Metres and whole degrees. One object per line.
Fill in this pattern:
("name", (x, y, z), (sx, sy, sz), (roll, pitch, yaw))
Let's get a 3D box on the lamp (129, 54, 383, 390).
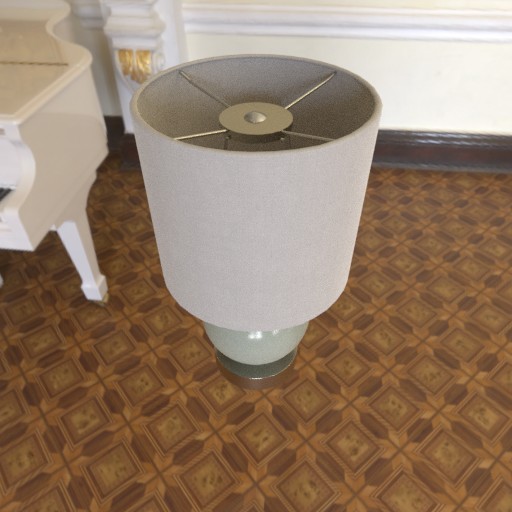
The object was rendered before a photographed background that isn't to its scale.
("lamp", (0.000, 0.000, 0.476), (0.201, 0.353, 0.201), (13, 43, 14))
